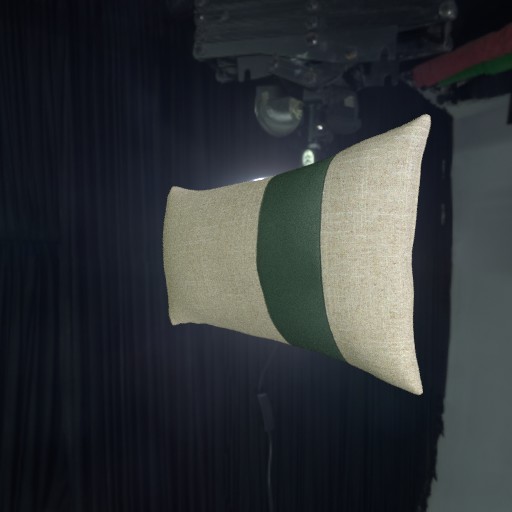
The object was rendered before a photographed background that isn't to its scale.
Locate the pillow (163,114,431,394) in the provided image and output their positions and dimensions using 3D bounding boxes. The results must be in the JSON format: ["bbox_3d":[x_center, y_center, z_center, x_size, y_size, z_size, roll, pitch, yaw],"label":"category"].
[{"bbox_3d":[0.000,0.000,1.007,0.197,0.429,0.859,0,-1,-37],"label":"pillow"}]
